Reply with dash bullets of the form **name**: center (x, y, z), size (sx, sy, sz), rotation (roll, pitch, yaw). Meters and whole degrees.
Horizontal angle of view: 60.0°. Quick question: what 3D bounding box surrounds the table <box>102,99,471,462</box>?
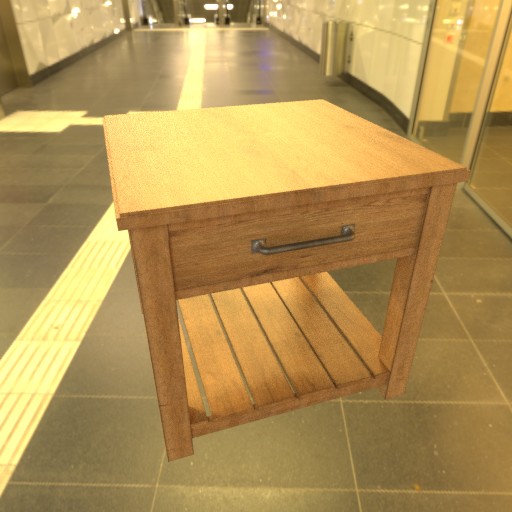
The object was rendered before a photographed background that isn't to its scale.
- **table**: center (0.000, 0.000, 1.105), size (0.616, 0.593, 0.612), rotation (-10, 33, -16)
